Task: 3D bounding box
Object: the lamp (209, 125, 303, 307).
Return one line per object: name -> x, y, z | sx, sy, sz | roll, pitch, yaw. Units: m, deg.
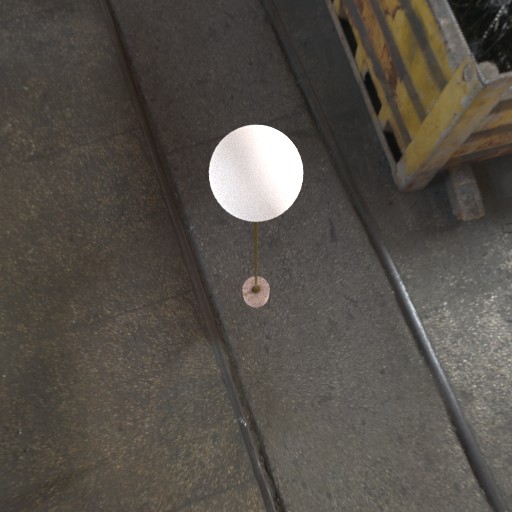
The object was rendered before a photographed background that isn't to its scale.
lamp -> 0.000, 0.000, 1.811 | 0.229, 1.748, 0.229 | 36, 78, 9
